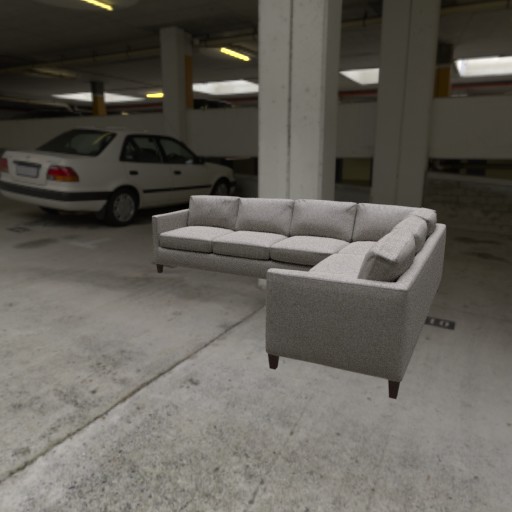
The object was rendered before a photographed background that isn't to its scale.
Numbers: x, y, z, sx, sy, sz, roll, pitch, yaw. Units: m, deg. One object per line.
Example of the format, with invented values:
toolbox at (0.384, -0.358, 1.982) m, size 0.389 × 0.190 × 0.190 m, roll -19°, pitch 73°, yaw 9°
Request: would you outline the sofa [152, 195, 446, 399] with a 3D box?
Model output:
sofa at (0.000, 0.000, 4.422) m, size 3.302 × 0.947 × 2.593 m, roll 7°, pitch 15°, yaw 27°
